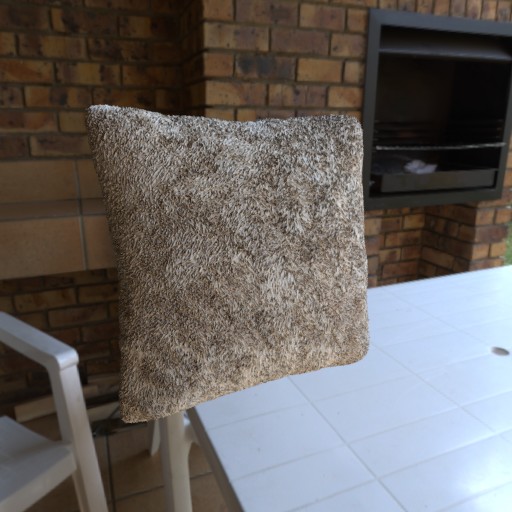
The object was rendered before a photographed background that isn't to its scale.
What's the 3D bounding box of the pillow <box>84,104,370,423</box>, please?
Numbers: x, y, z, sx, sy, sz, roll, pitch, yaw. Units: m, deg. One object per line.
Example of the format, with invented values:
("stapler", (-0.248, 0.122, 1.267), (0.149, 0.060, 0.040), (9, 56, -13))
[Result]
("pillow", (0.000, 0.000, 0.806), (0.529, 0.515, 0.218), (-8, 18, -26))
